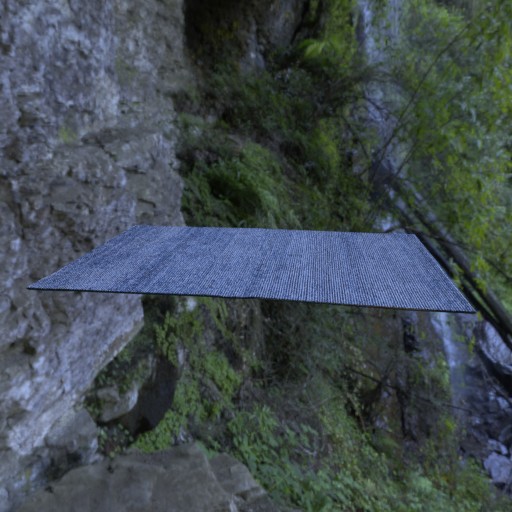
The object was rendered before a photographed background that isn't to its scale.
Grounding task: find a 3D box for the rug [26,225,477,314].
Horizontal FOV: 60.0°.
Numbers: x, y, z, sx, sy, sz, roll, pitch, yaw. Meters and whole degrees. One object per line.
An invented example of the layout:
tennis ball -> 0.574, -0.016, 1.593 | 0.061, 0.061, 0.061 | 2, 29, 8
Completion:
rug -> 0.000, 0.000, 2.275 | 1.793, 0.025, 1.159 | 2, 17, 8
